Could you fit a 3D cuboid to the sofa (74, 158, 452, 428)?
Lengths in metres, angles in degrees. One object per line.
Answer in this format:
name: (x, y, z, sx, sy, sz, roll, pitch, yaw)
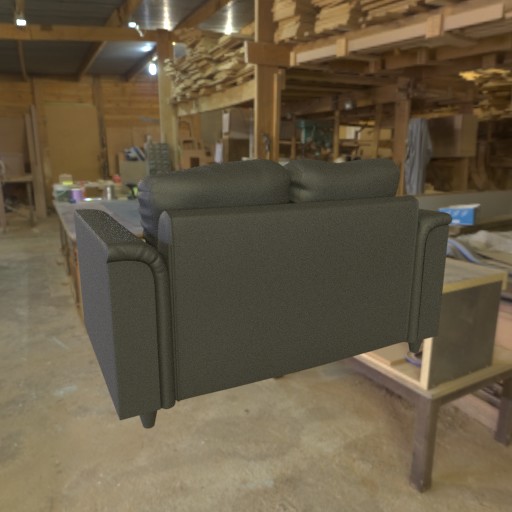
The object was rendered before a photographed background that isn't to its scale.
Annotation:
sofa: (0.000, 0.000, 1.952, 1.386, 0.845, 0.887, -7, 15, -27)
